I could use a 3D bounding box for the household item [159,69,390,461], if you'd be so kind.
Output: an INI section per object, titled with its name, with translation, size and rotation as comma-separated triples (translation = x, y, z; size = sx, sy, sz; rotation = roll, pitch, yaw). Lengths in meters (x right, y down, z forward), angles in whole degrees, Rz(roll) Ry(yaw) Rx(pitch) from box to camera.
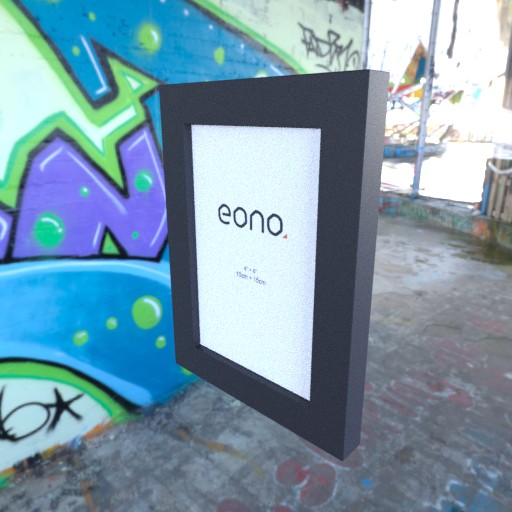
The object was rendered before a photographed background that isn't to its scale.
[household item]
translation = 0.000, 0.000, 0.239
size = 0.133, 0.178, 0.022
rotation = 16, 23, 41
